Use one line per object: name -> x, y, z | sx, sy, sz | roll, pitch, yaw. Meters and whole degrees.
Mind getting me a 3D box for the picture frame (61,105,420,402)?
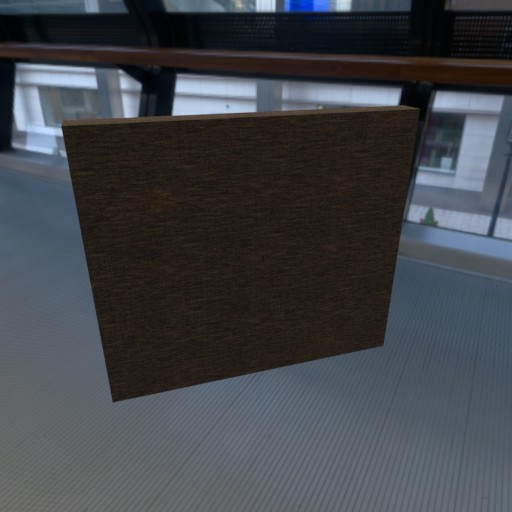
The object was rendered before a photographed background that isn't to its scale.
picture frame -> 0.000, 0.000, 0.537 | 0.378, 0.330, 0.033 | -8, 27, -16
